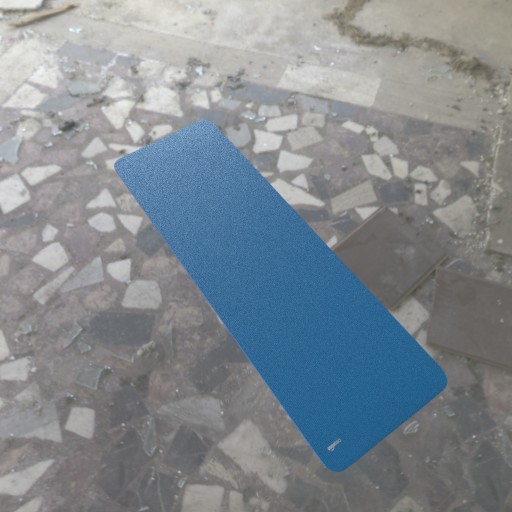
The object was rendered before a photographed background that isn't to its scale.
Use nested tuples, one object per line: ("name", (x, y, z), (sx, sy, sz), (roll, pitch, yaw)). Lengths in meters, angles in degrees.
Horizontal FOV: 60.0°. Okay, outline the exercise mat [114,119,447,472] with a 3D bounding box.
("exercise mat", (0.000, 0.000, 2.077), (0.616, 0.021, 1.869), (-31, 63, -17))
